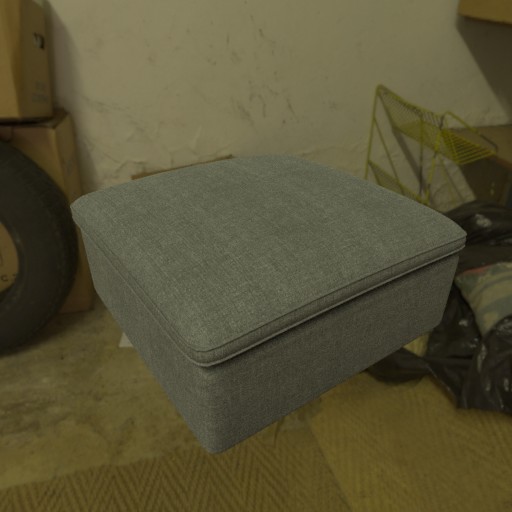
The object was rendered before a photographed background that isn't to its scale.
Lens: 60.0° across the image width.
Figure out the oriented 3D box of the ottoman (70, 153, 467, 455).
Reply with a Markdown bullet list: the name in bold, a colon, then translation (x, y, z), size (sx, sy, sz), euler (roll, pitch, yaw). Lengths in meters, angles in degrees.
- **ottoman**: translation (0.000, 0.000, 1.689), size (1.067, 0.559, 1.067), euler (-19, 35, -30)
